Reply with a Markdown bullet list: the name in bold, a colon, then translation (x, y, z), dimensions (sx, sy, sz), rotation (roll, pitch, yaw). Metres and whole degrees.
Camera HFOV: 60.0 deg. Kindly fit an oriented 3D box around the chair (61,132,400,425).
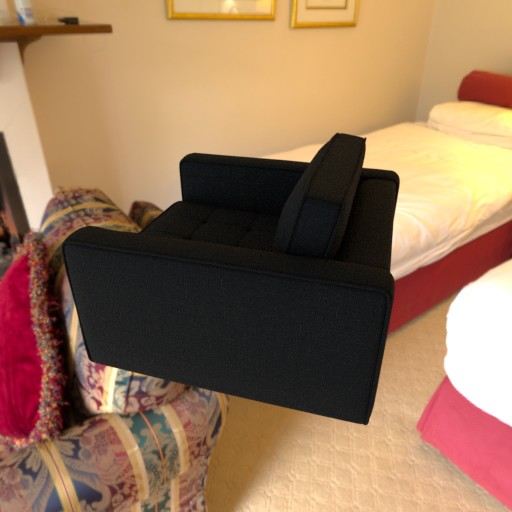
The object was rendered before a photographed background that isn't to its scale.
- **chair**: translation (0.000, 0.000, 1.579), dimensions (0.920, 0.770, 0.899), rotation (8, 31, 14)
